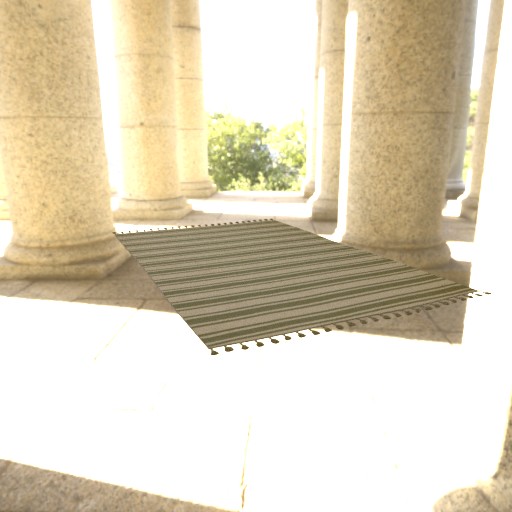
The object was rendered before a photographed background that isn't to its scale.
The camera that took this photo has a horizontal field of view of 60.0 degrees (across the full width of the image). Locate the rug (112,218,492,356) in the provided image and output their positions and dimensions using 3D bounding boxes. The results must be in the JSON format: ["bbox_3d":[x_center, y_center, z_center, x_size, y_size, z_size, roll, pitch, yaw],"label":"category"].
[{"bbox_3d":[0.000,0.000,2.282,1.162,0.013,1.875,-7,16,-25],"label":"rug"}]
